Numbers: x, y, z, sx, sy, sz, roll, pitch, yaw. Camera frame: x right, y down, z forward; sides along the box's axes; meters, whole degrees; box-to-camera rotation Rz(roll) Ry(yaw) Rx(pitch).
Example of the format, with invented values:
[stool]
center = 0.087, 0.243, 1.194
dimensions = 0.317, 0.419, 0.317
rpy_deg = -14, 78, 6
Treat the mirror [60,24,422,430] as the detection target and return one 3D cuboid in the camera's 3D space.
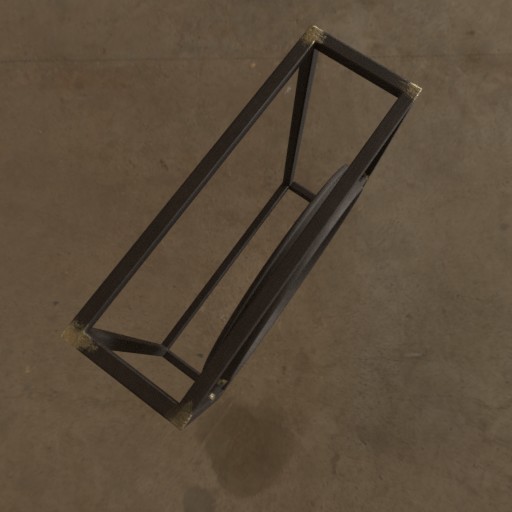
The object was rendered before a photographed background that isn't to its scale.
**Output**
[mirror]
center = 0.000, 0.000, 0.468
dimensions = 0.107, 0.303, 0.306
rpy_deg = 35, 78, 8
